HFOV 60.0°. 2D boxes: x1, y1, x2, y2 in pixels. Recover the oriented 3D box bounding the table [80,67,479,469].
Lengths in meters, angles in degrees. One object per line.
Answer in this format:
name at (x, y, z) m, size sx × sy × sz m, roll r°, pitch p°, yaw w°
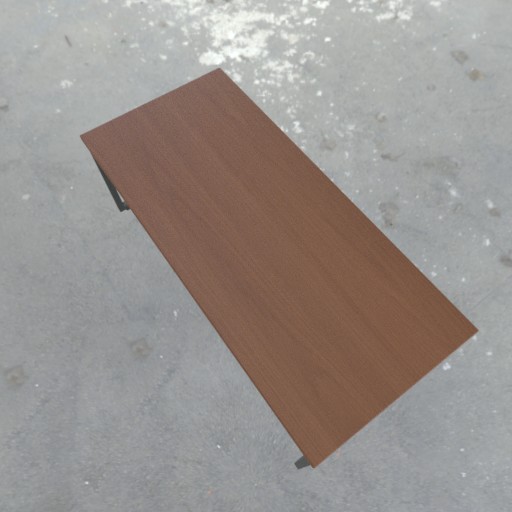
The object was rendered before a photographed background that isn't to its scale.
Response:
table at (0.000, 0.000, 1.355) m, size 0.500 × 0.400 × 1.100 m, roll -33°, pitch 67°, yaw -16°
